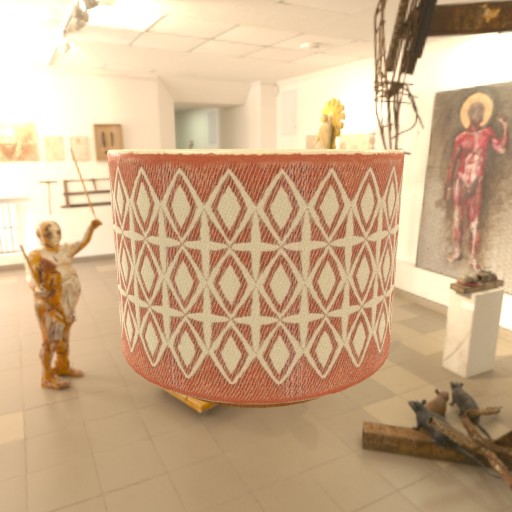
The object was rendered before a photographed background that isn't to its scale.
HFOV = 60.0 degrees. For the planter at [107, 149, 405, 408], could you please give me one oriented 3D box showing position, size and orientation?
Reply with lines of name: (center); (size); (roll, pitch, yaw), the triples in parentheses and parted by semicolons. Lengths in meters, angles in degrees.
planter: (0.000, 0.000, 0.318); (0.192, 0.148, 0.192); (0, 14, 0)
